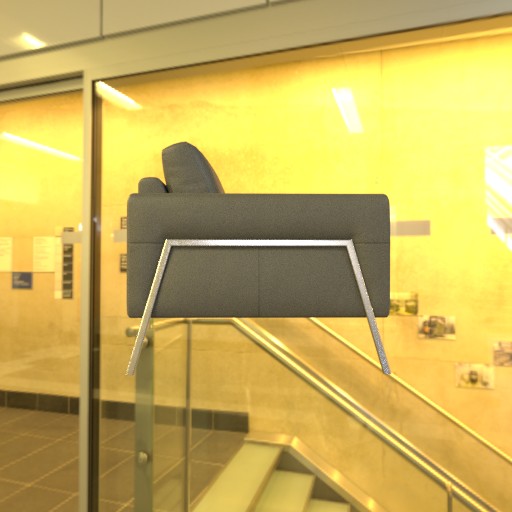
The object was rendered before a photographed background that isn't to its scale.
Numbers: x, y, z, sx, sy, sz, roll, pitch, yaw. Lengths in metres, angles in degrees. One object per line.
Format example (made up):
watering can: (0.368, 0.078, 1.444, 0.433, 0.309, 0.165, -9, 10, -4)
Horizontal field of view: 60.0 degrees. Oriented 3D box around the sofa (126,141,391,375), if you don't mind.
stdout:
sofa: (0.000, 0.000, 2.557, 0.953, 0.875, 2.017, 0, -1, -1)
